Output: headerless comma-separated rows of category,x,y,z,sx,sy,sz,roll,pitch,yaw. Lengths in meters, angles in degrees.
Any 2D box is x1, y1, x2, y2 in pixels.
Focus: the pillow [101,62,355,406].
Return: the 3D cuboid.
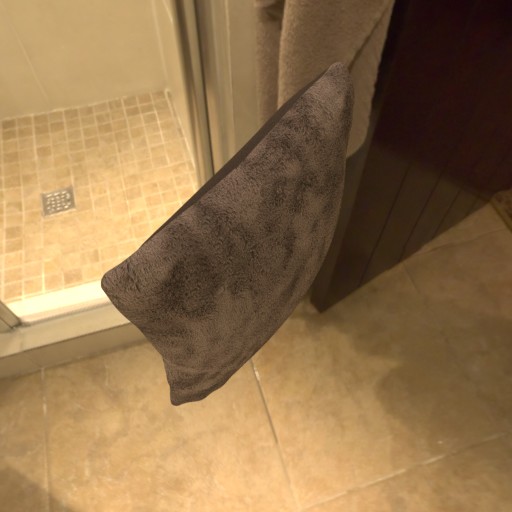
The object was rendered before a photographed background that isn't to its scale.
pillow,0.000,0.000,0.795,0.204,0.520,0.522,31,62,18
